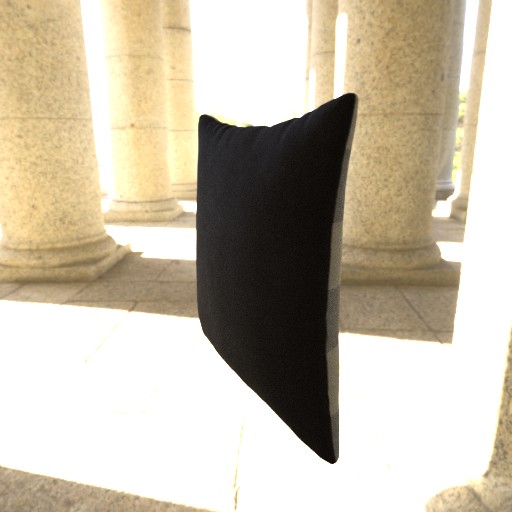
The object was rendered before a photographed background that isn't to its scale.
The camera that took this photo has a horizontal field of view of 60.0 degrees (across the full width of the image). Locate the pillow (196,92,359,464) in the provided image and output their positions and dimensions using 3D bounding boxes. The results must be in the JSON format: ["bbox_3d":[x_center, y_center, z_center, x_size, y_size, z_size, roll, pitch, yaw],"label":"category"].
[{"bbox_3d":[0.000,0.000,0.794,0.161,0.509,0.511,-7,16,-26],"label":"pillow"}]
